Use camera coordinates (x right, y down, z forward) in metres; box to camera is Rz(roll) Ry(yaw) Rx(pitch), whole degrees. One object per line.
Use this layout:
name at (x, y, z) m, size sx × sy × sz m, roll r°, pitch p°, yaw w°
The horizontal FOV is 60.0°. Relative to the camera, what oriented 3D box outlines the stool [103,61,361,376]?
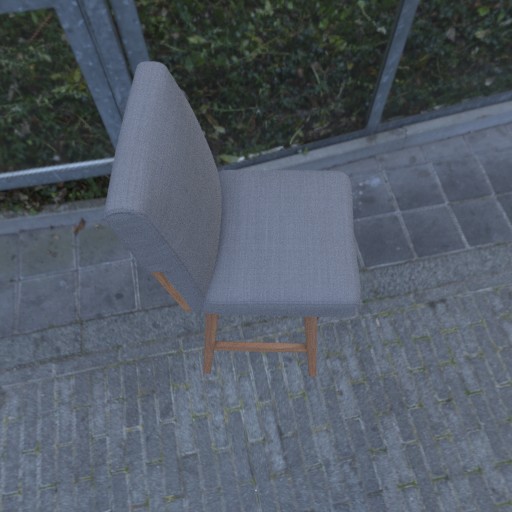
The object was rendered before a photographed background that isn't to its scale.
stool at (0.000, 0.000, 1.381) m, size 0.570 × 1.112 × 0.483 m, roll 1°, pitch 62°, yaw 1°
